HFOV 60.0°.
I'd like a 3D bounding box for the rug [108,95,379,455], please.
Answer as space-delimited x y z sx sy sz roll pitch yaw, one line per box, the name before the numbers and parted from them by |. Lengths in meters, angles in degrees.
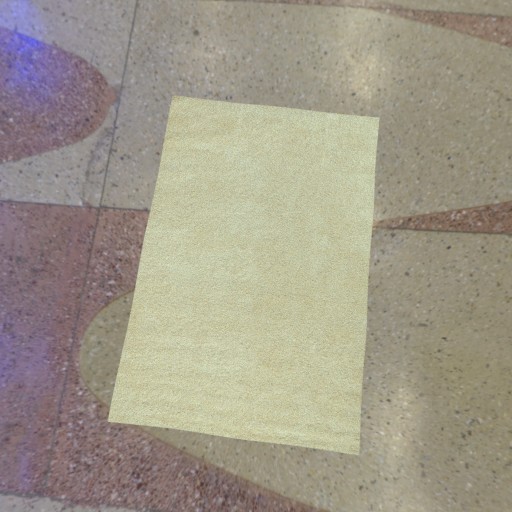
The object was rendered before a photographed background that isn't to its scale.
rug | 0.000 0.000 3.493 1.800 0.025 2.699 7 75 2
